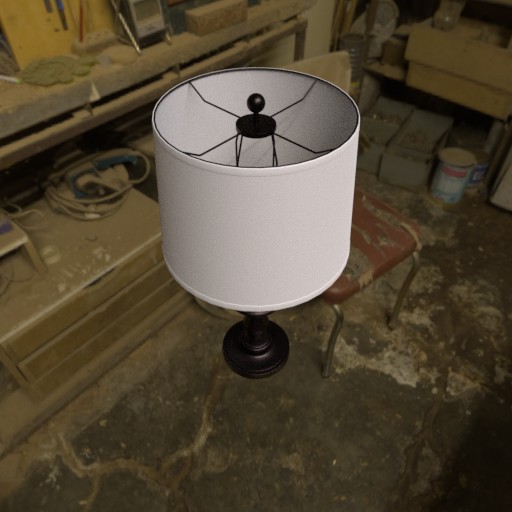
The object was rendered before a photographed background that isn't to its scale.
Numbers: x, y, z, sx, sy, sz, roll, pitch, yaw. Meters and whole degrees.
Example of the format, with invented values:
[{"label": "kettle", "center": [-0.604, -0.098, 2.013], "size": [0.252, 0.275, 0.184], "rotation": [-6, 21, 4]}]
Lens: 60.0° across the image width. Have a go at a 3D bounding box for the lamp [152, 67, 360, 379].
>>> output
[{"label": "lamp", "center": [0.000, 0.000, 0.956], "size": [0.383, 0.726, 0.383], "rotation": [0, 45, 0]}]
